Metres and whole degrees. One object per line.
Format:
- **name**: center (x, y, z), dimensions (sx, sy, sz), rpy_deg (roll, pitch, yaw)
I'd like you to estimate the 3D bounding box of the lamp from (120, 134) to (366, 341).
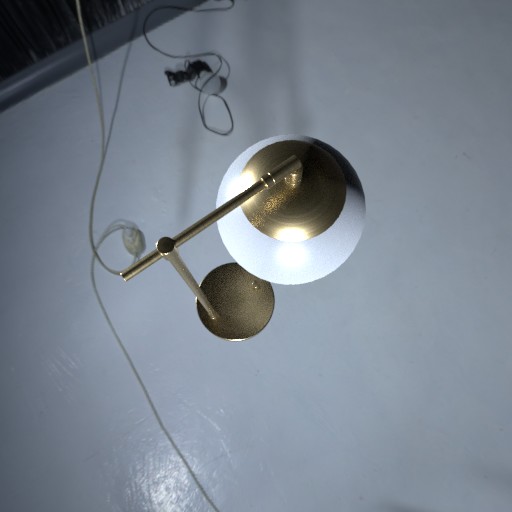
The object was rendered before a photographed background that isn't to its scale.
- **lamp**: center (0.000, 0.000, 0.724), dimensions (0.324, 0.559, 0.207), rpy_deg (-35, 78, -9)
